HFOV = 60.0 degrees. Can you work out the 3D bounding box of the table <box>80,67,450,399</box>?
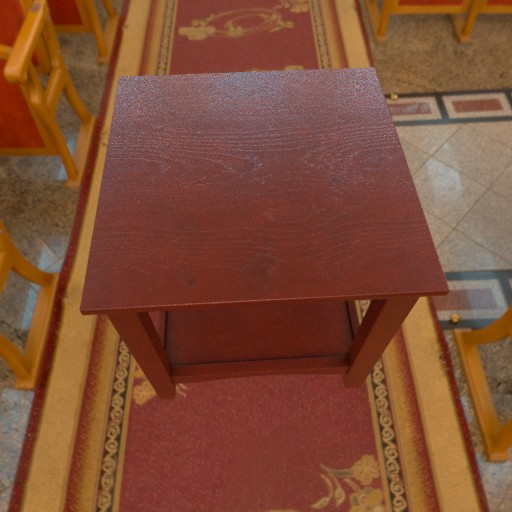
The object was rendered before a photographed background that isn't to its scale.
[{"bbox_3d":[0.000,0.000,0.966,0.523,0.558,0.522,-1,57,-1],"label":"table"}]
